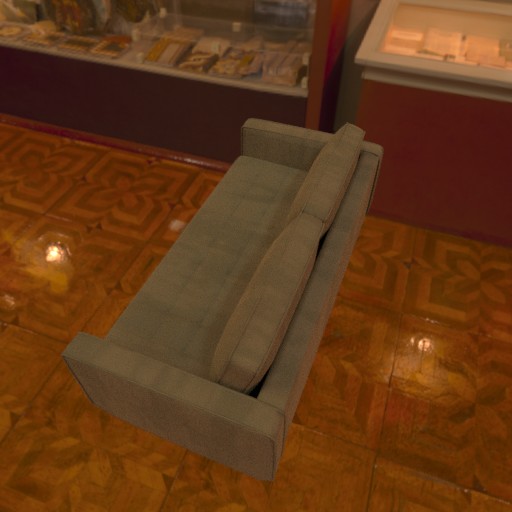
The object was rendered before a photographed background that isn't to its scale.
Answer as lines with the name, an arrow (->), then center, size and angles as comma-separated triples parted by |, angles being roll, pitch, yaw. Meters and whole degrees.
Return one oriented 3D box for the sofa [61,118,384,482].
sofa -> 0.000, 0.000, 2.353 | 0.924, 0.825, 1.920 | 17, 50, 15
